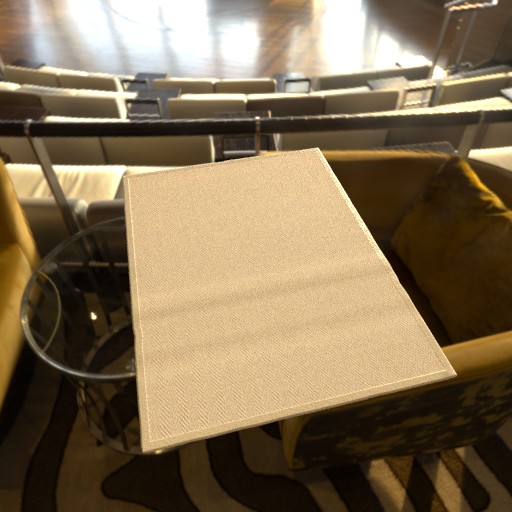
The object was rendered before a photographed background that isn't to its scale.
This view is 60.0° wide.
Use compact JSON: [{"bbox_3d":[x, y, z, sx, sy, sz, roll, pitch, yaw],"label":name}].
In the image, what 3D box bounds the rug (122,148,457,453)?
[{"bbox_3d":[0.000,0.000,4.869,2.734,0.037,3.659,-10,48,-9],"label":"rug"}]
